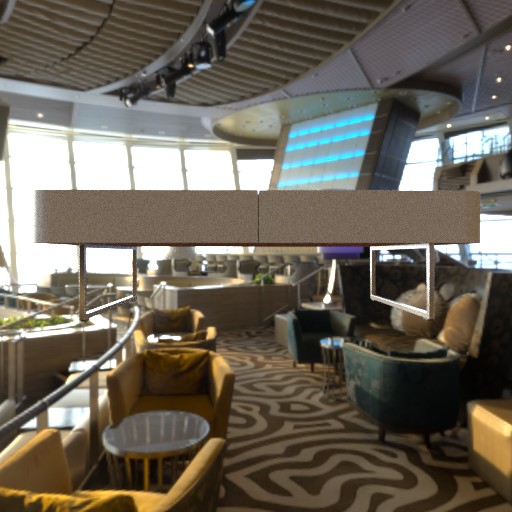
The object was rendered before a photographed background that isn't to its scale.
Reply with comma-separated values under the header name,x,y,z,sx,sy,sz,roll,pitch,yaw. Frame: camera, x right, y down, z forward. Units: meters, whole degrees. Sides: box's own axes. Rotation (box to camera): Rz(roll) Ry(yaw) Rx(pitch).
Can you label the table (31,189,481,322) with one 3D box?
name,x,y,z,sx,sy,sz,roll,pitch,yaw
table,0.000,0.000,1.431,1.200,0.340,0.600,0,0,-1
